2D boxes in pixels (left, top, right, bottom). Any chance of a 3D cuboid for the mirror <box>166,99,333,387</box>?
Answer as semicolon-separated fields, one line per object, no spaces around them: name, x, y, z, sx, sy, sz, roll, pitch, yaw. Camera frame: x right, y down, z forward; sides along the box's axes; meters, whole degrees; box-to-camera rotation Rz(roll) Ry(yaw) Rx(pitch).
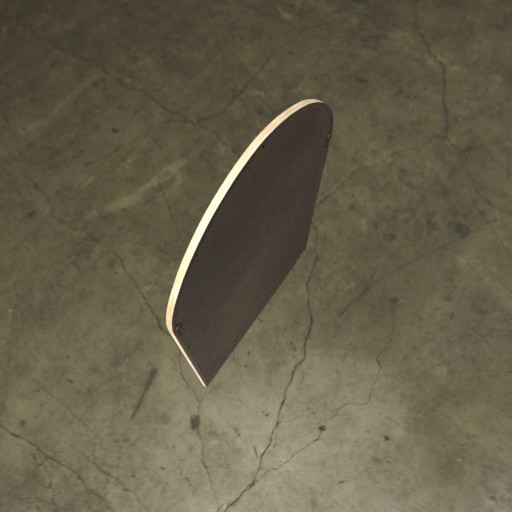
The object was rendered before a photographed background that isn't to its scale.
mirror;0.000;0.000;1.148;0.032;0.915;0.609;32;69;14
